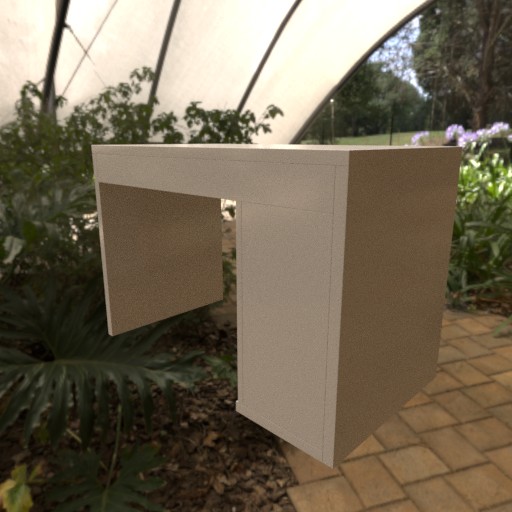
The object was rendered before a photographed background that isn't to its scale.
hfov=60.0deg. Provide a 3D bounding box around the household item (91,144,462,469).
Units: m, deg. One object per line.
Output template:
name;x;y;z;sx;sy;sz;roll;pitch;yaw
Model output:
household item;0.000;0.000;1.551;1.100;0.749;0.597;14;20;42
